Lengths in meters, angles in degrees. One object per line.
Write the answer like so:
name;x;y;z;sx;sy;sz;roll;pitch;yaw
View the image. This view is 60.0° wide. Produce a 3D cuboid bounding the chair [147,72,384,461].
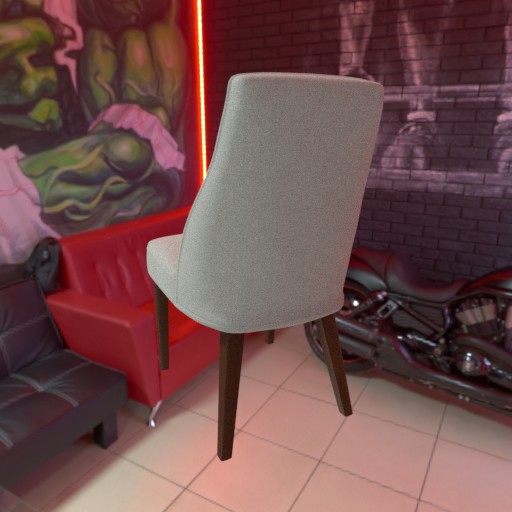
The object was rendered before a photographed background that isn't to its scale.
chair;0.000;0.000;1.282;0.500;0.930;0.620;-8;18;-26
